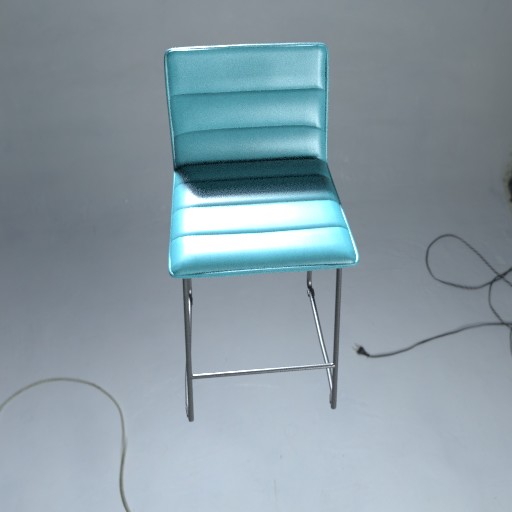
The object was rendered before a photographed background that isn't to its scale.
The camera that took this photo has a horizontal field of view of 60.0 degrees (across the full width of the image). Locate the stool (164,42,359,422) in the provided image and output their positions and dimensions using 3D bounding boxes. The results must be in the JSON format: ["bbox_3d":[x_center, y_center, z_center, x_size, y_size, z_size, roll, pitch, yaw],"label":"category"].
[{"bbox_3d":[0.000,0.000,1.210,0.489,0.936,0.524,-4,47,-4],"label":"stool"}]
